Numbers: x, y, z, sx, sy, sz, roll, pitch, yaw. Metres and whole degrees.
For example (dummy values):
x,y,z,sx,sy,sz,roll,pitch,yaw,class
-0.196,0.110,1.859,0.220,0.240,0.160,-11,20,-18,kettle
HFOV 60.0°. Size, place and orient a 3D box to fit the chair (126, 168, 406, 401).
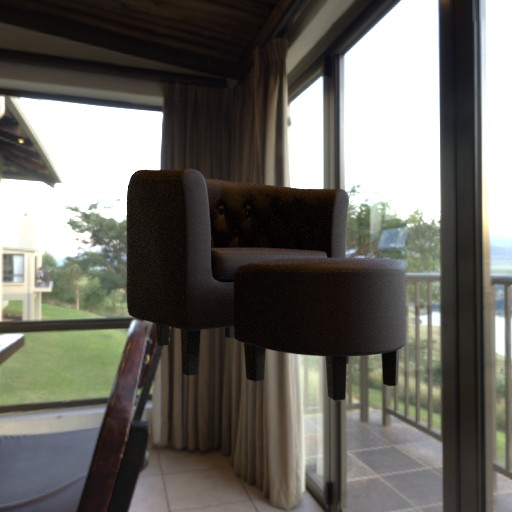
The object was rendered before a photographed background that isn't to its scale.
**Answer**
x,y,z,sx,sy,sz,roll,pitch,yaw,class
0.000,0.000,1.643,0.763,0.760,1.191,1,-1,-35,chair
